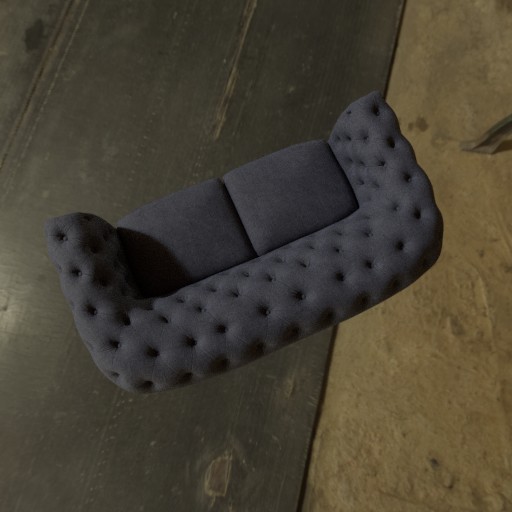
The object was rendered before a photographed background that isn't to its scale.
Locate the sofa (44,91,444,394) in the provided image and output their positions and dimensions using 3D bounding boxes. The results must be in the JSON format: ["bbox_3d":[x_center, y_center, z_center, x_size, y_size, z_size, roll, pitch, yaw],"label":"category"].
[{"bbox_3d":[0.000,0.000,2.562,1.988,0.833,1.082,-23,77,-5],"label":"sofa"}]
